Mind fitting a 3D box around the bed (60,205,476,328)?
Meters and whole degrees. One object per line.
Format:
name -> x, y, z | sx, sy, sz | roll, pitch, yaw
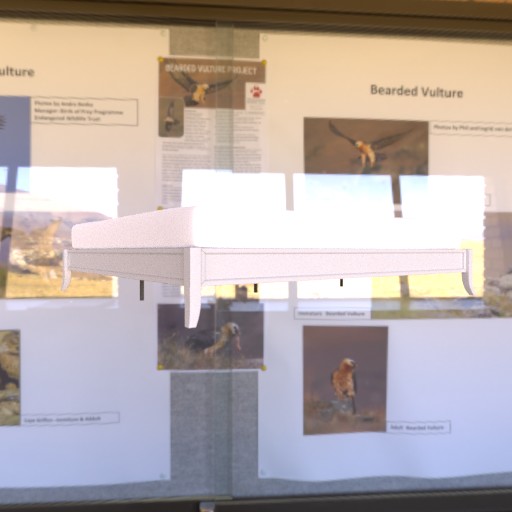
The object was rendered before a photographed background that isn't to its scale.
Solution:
bed -> 0.000, 0.000, 3.085 | 2.108, 0.510, 2.007 | 0, 1, -36
